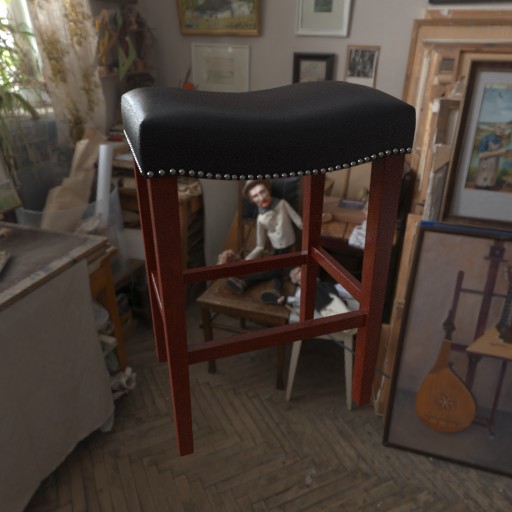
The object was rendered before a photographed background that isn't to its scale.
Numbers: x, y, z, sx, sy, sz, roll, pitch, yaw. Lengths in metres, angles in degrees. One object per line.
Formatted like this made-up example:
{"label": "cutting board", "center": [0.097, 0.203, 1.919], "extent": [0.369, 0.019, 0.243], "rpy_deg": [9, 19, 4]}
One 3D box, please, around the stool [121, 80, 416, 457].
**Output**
{"label": "stool", "center": [0.000, 0.000, 1.031], "extent": [0.504, 0.742, 0.372], "rpy_deg": [-9, 28, -17]}
